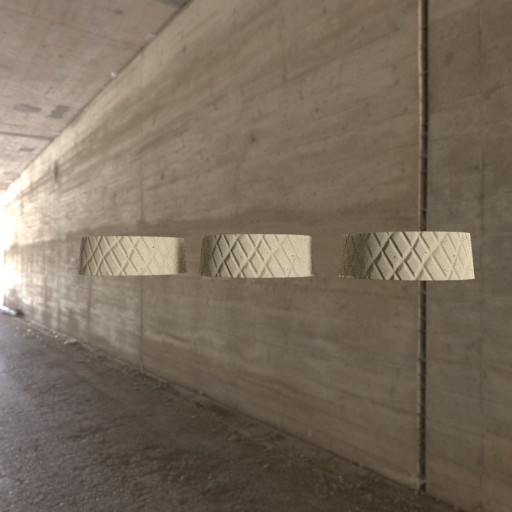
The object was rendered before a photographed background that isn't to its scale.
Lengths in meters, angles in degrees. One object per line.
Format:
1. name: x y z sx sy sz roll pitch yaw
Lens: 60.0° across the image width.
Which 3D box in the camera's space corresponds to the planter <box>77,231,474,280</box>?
1. planter: 0.000 0.000 0.437 0.390 0.038 0.114 0 0 17
